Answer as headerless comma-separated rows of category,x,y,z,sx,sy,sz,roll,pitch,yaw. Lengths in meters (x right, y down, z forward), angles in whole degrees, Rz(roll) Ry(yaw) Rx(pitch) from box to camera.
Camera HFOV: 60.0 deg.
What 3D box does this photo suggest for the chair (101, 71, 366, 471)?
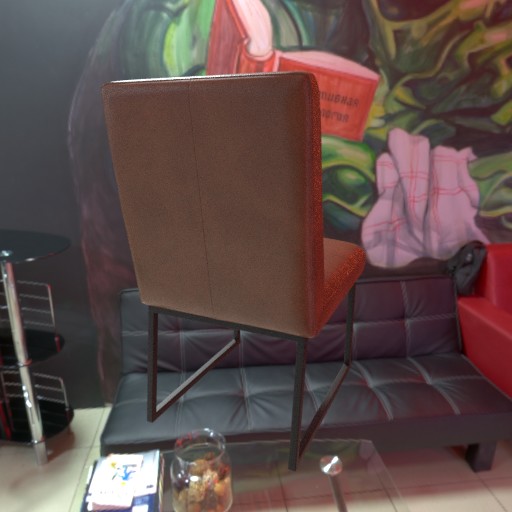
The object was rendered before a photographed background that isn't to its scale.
chair,0.000,0.000,1.293,0.520,0.930,0.634,8,18,24
